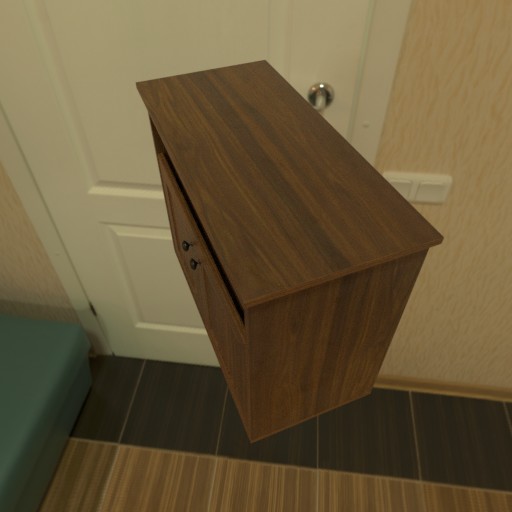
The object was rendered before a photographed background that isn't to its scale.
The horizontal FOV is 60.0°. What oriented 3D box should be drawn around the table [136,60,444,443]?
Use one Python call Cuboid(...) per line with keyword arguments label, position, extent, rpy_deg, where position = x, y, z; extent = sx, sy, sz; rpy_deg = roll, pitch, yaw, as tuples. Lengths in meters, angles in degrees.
Cuboid(label="table", position=(0.000, 0.000, 1.250), extent=(0.390, 0.725, 0.802), rpy_deg=(-17, 49, -15))
